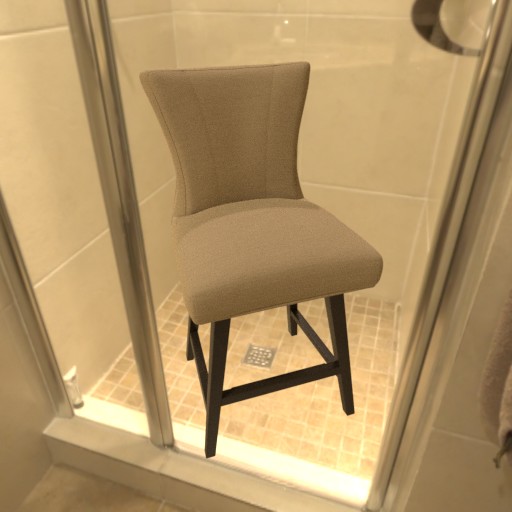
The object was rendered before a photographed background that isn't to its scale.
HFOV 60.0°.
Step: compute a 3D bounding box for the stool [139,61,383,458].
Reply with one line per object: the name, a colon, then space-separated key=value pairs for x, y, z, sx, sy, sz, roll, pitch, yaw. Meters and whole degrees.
stool: x=0.000 y=0.000 z=1.331 sx=0.514 sy=1.000 sz=0.574 roll=-10 pitch=33 yaw=-16
